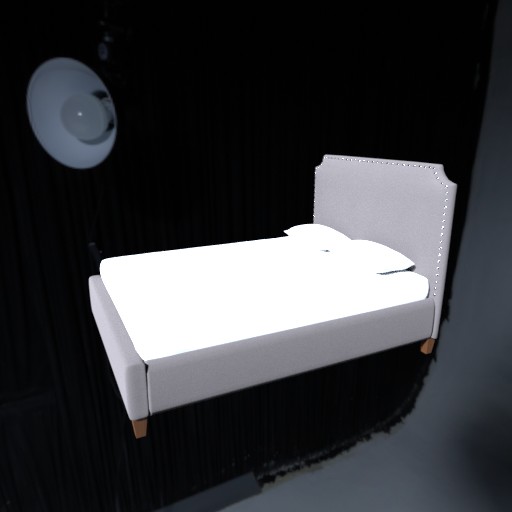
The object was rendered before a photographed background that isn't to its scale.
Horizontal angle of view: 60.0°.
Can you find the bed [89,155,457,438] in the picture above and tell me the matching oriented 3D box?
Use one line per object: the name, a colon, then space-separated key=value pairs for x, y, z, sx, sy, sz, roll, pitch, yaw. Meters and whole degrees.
bed: x=0.000 y=0.000 z=3.495 sx=2.372 sy=1.443 sz=1.713 roll=-8 pitch=18 yaw=-25
